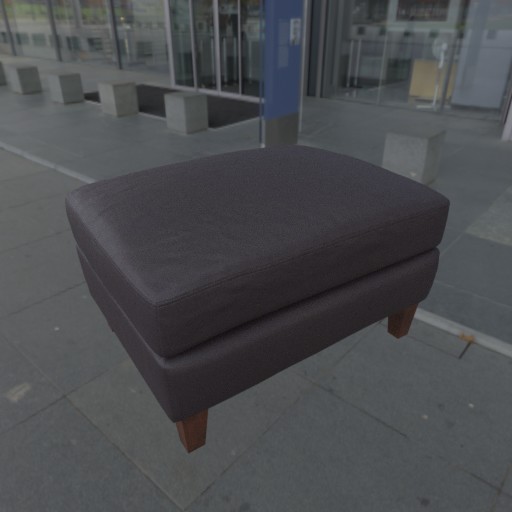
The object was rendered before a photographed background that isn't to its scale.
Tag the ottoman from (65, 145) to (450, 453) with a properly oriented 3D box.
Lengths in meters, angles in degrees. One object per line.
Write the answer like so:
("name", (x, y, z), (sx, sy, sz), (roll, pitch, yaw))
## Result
("ottoman", (0.000, 0.000, 1.278), (0.887, 0.529, 0.659), (-18, 34, -29))
